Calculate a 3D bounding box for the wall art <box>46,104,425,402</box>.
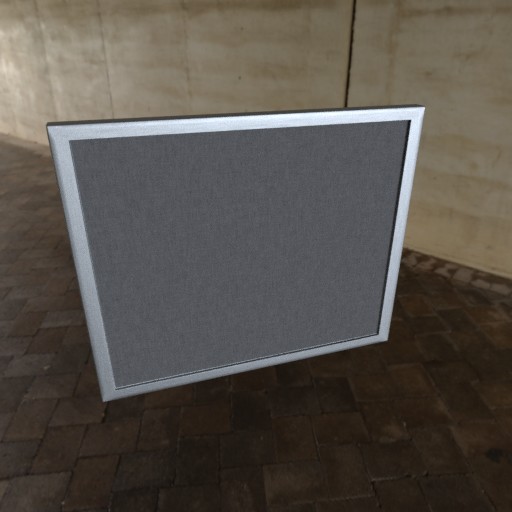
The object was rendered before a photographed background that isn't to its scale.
[{"bbox_3d":[0.000,0.000,0.737,0.556,0.457,0.028,-8,27,-16],"label":"wall art"}]
